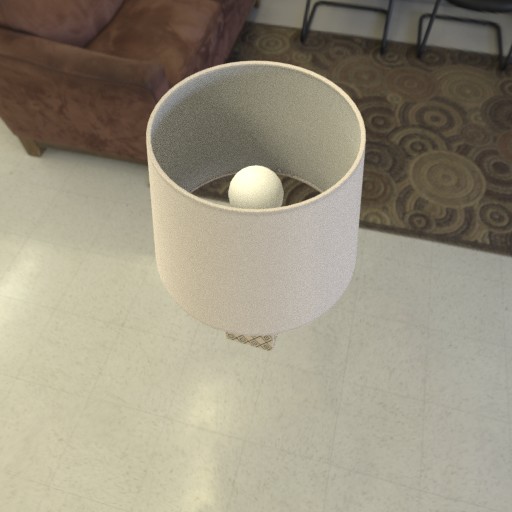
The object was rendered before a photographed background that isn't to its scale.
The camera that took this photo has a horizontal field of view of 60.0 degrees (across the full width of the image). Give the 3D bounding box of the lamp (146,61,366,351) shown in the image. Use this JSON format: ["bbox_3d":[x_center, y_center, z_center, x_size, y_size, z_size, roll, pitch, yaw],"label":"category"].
[{"bbox_3d":[0.000,0.000,0.586,0.251,0.435,0.251,0,57,0],"label":"lamp"}]
